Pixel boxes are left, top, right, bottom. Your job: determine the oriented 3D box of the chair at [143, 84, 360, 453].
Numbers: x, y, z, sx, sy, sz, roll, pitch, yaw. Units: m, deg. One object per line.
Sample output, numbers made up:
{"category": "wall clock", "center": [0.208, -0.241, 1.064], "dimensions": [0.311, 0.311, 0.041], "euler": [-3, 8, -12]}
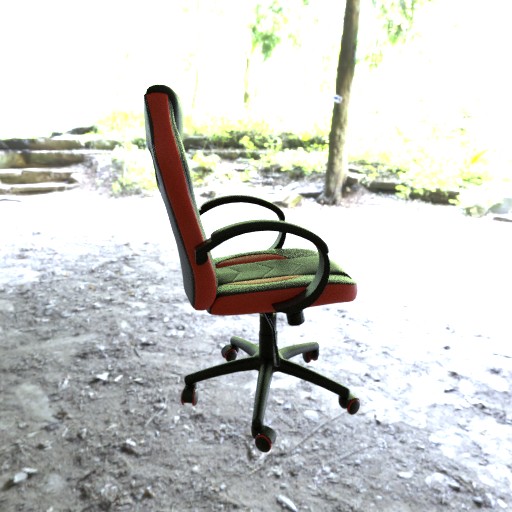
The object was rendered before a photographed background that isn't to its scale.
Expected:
{"category": "chair", "center": [0.000, 0.000, 1.416], "dimensions": [0.642, 1.016, 0.600], "euler": [-3, 16, -10]}
